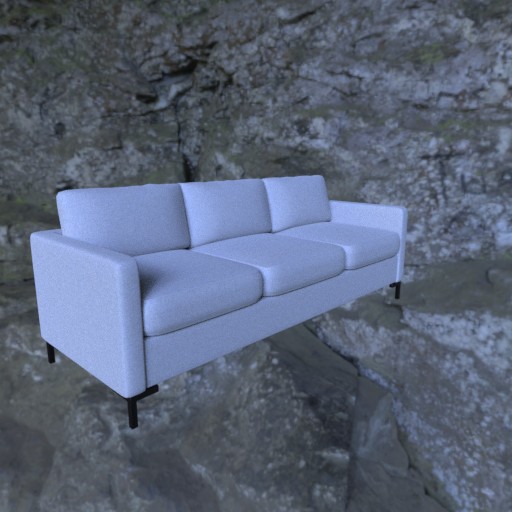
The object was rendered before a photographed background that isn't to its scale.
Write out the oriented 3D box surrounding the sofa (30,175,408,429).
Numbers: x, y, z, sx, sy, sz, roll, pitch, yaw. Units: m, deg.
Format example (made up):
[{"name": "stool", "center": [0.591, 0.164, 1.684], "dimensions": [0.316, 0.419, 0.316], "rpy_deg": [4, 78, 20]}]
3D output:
[{"name": "sofa", "center": [0.000, 0.000, 2.627], "dimensions": [0.859, 0.874, 2.218], "rpy_deg": [12, 18, 43]}]
